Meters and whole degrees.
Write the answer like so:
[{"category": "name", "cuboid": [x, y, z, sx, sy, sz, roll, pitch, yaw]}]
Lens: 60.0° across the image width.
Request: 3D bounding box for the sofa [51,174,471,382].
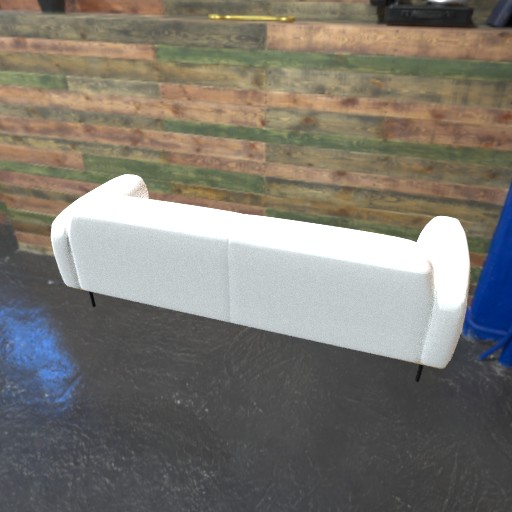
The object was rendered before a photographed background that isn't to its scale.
[{"category": "sofa", "cuboid": [0.000, 0.000, 2.622, 2.280, 0.780, 0.870, 10, 33, 16]}]
